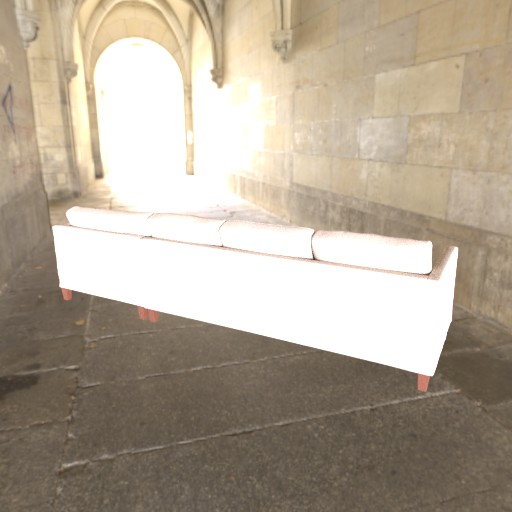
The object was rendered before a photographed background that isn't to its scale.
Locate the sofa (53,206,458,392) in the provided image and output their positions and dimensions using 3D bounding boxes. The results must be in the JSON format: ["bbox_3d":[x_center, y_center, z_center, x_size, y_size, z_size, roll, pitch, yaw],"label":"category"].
[{"bbox_3d":[0.000,0.000,3.850,3.186,0.861,1.625,8,17,28],"label":"sofa"}]
